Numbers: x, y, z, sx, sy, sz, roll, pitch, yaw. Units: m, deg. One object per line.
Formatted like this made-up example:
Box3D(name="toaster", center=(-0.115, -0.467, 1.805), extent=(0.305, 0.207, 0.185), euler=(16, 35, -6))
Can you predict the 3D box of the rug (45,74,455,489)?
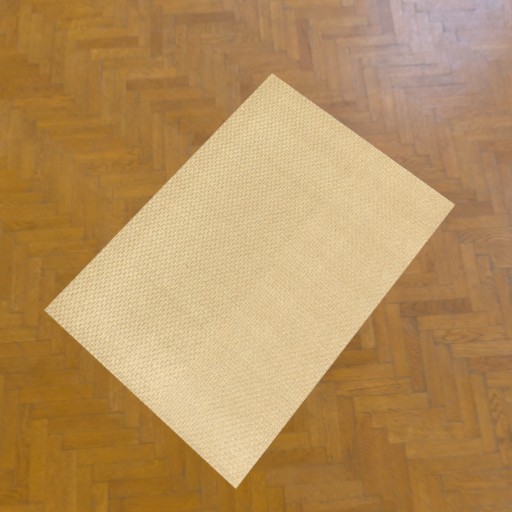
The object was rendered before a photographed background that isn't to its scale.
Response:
Box3D(name="rug", center=(0.000, 0.000, 2.736), extent=(1.509, 0.013, 2.144), euler=(39, 79, 9))
